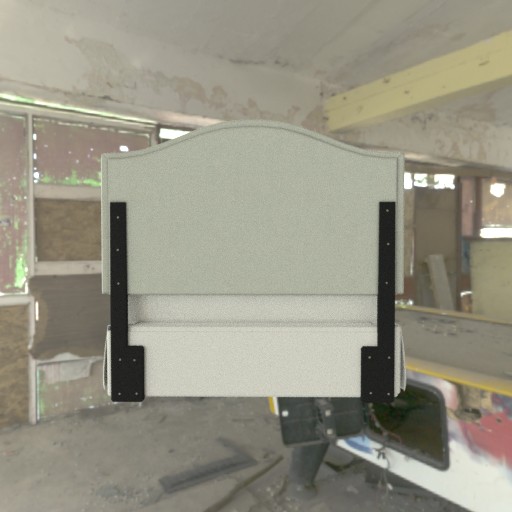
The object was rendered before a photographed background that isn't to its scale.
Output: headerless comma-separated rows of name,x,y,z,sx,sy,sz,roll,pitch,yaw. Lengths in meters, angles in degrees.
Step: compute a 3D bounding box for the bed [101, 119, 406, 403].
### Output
bed,0.000,0.000,3.582,1.813,1.607,2.180,0,1,1
